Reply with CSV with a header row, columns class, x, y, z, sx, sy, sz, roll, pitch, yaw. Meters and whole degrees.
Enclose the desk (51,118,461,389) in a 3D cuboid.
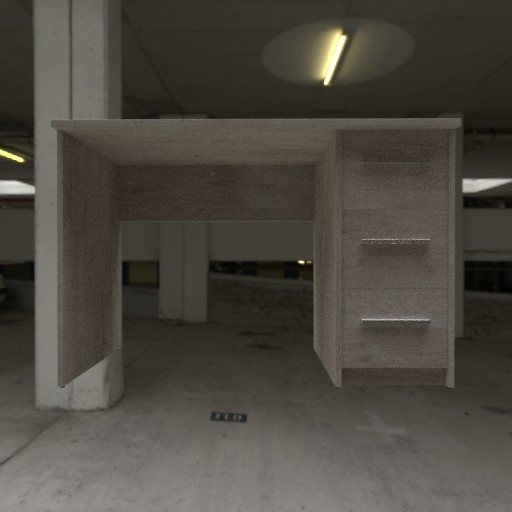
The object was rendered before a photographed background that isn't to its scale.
class,x,y,z,sx,sy,sz,roll,pitch,yaw
desk,0.000,0.000,1.466,1.097,0.735,0.560,0,0,1
